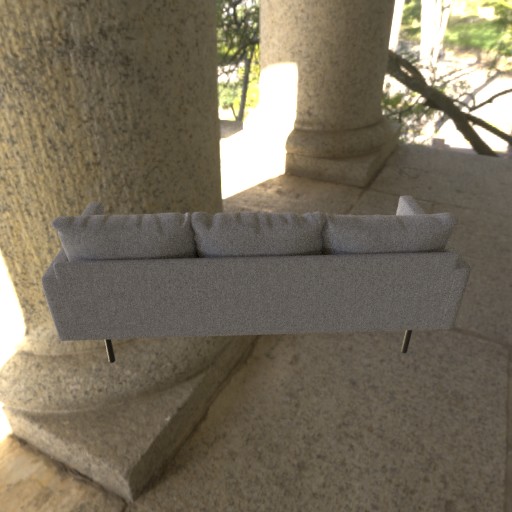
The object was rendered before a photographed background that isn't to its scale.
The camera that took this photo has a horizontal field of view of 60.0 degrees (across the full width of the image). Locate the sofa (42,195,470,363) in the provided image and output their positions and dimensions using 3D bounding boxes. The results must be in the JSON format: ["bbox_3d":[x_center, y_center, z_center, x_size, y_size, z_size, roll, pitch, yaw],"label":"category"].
[{"bbox_3d":[0.000,0.000,2.480,2.000,0.830,0.850,-1,32,-2],"label":"sofa"}]
